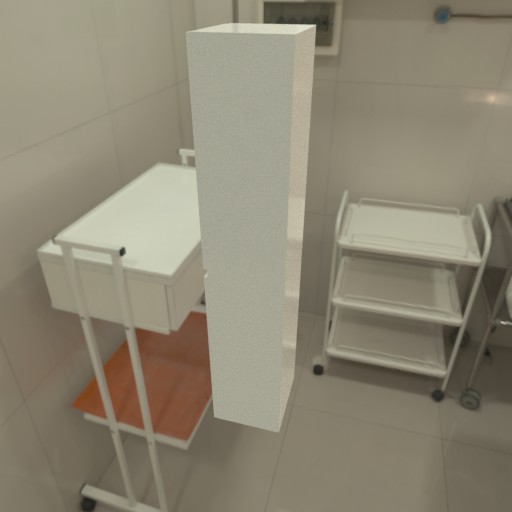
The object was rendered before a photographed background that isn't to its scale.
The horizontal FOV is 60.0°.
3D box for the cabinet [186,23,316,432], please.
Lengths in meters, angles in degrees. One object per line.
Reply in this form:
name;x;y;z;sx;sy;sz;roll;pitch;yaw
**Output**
cabinet;0.000;0.000;1.526;0.270;1.400;0.300;8;32;13
